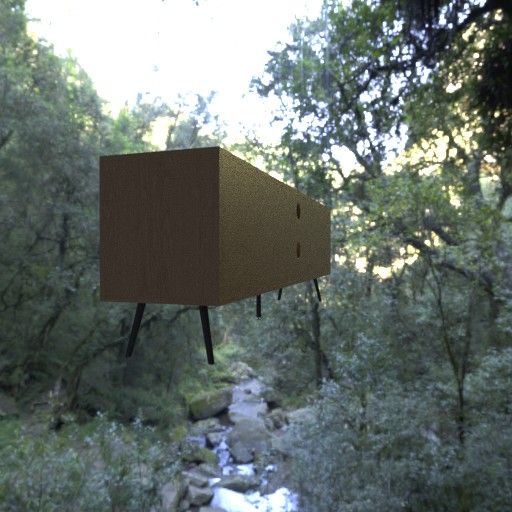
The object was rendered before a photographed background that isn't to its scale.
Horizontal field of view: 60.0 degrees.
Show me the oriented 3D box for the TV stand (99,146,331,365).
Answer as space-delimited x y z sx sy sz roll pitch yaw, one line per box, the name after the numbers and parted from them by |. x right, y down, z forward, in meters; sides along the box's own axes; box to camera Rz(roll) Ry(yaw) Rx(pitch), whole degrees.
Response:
0.000 0.000 2.038 0.400 0.580 1.760 0 1 19 | TV stand
